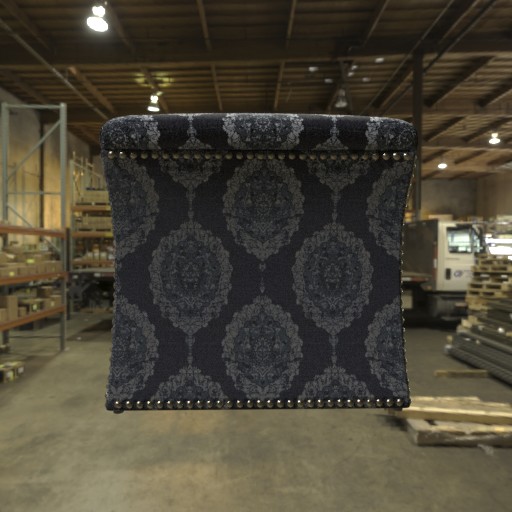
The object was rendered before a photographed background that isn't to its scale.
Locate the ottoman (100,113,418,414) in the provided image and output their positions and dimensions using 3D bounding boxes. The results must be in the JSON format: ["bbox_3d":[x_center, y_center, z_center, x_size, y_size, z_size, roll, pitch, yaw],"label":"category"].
[{"bbox_3d":[0.000,0.000,0.902,0.497,0.475,0.507,0,1,-1],"label":"ottoman"}]
